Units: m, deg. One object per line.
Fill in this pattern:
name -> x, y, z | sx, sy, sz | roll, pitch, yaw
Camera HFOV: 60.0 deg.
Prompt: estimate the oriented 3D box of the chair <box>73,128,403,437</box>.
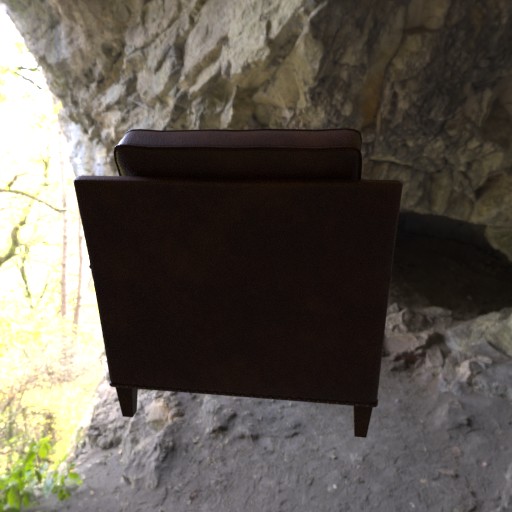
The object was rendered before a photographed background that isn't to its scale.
chair -> 0.000, 0.000, 1.679 | 0.853, 0.929, 1.014 | 2, 16, 7
